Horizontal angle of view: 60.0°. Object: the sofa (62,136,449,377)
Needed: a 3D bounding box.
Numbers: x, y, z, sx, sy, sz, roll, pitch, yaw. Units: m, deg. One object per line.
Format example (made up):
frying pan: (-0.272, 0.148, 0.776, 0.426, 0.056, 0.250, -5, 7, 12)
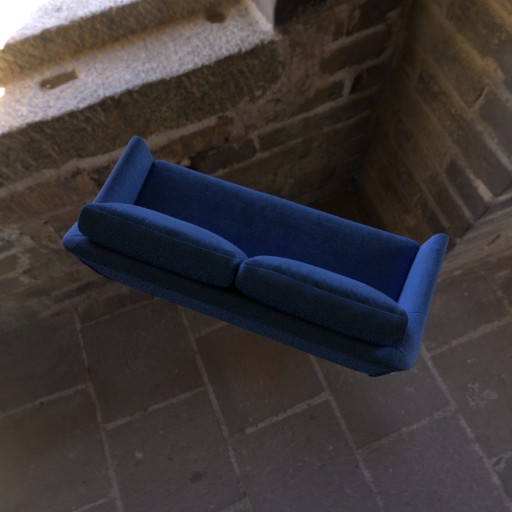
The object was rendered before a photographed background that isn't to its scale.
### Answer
sofa: (0.000, 0.000, 2.629, 2.036, 0.903, 0.960, 19, 65, 9)
